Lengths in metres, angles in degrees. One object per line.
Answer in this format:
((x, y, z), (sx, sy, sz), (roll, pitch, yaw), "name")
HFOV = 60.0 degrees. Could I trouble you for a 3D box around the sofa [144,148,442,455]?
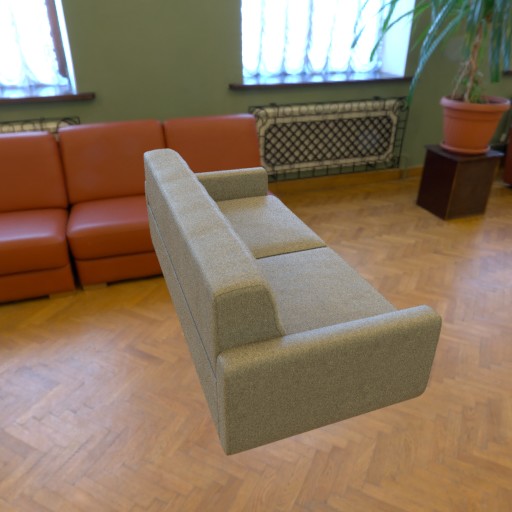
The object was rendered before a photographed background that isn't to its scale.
((0.000, 0.000, 2.545), (0.968, 0.873, 2.055), (-10, 31, -17), "sofa")
